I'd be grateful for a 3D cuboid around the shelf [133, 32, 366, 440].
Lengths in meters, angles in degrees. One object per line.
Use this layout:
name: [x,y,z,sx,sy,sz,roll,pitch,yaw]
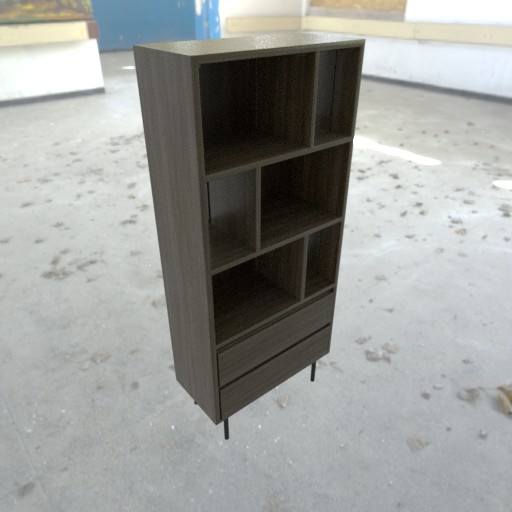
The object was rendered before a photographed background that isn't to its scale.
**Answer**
shelf: [0.000,0.000,1.768,0.670,1.545,0.323,-23,38,-33]
